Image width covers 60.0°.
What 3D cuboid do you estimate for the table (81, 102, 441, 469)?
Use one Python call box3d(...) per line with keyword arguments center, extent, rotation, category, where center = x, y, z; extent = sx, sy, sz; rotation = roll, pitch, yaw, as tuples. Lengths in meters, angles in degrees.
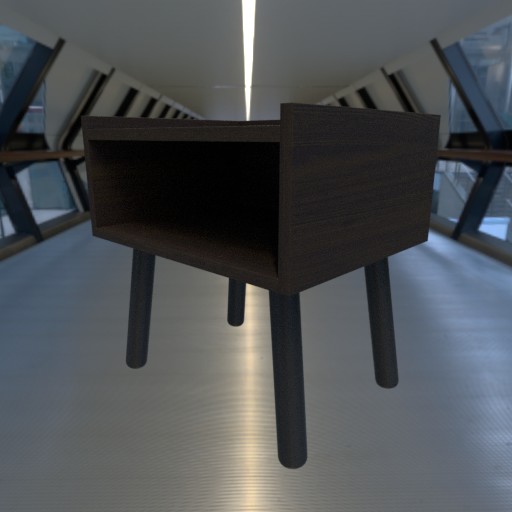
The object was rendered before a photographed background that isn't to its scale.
box3d(center=(0.000, 0.000, 0.777), extent=(0.450, 0.470, 0.370), rotation=(14, 20, 41), category="table")
